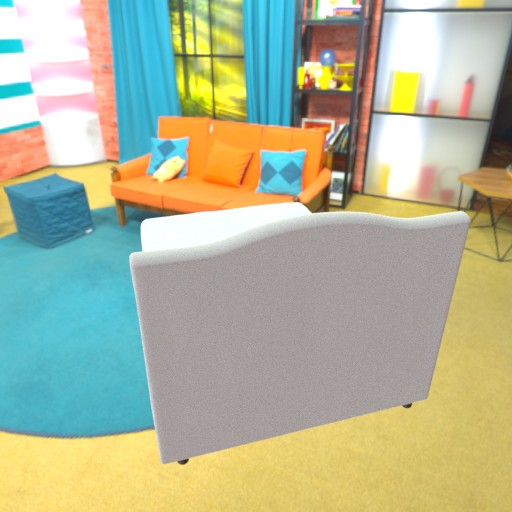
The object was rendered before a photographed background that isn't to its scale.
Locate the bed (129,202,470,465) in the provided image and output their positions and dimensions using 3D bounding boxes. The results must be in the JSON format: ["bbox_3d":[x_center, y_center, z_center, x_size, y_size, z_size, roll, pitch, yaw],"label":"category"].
[{"bbox_3d":[0.000,0.000,3.297,1.753,1.460,2.143,-8,29,-15],"label":"bed"}]
